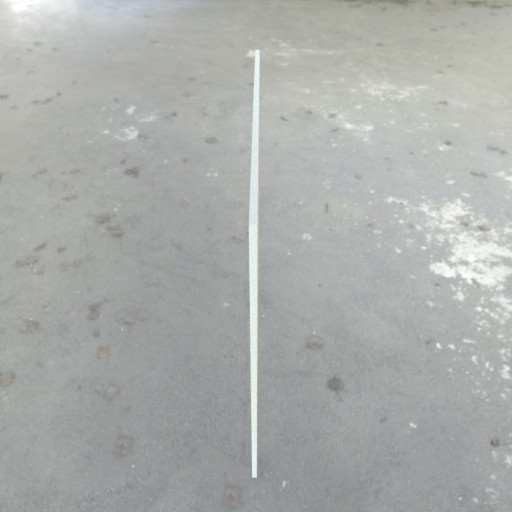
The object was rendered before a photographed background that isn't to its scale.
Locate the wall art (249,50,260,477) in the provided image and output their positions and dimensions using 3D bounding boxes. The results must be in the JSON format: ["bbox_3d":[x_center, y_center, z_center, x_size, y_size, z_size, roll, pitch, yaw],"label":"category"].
[{"bbox_3d":[0.000,0.000,1.185,0.012,0.809,0.809,0,41,0],"label":"wall art"}]
